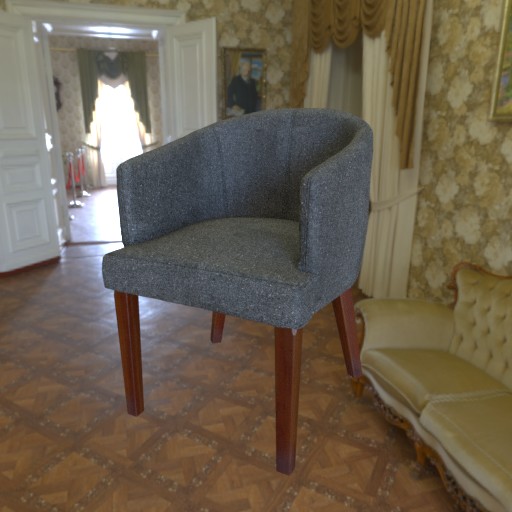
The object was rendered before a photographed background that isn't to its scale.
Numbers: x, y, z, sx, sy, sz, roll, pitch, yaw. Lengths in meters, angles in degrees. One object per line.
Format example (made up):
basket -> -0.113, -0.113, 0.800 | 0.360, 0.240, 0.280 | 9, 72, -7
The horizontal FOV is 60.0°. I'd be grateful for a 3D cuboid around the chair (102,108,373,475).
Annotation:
chair -> 0.000, 0.000, 1.242 | 0.583, 0.811, 0.655 | 8, 18, 26
